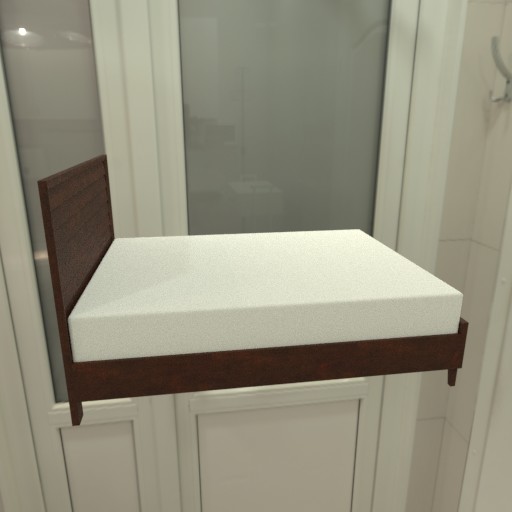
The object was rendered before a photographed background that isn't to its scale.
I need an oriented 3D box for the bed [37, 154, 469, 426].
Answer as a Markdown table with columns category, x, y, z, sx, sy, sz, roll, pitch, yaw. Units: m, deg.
| category | x | y | z | sx | sy | sz | roll | pitch | yaw |
| --- | --- | --- | --- | --- | --- | --- | --- | --- | --- |
| bed | 0.000 | 0.000 | 3.040 | 2.184 | 1.270 | 1.600 | -3 | 17 | -8 |
